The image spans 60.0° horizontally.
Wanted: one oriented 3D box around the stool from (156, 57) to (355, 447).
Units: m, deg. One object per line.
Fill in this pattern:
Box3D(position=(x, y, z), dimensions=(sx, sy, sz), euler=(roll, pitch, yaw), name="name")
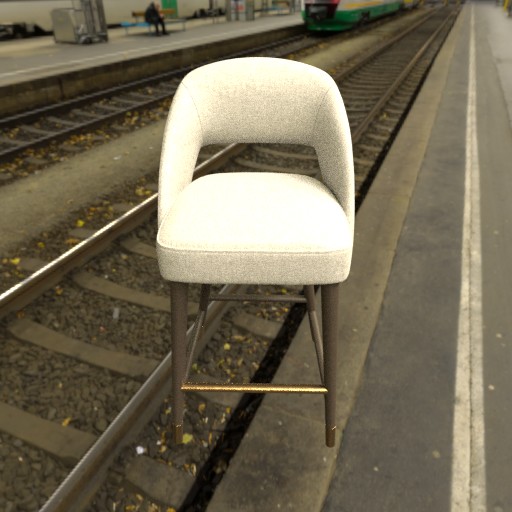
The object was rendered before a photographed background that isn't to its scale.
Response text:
Box3D(position=(0.000, 0.000, 1.213), dimensions=(0.494, 0.940, 0.509), euler=(1, 31, 1), name="stool")
